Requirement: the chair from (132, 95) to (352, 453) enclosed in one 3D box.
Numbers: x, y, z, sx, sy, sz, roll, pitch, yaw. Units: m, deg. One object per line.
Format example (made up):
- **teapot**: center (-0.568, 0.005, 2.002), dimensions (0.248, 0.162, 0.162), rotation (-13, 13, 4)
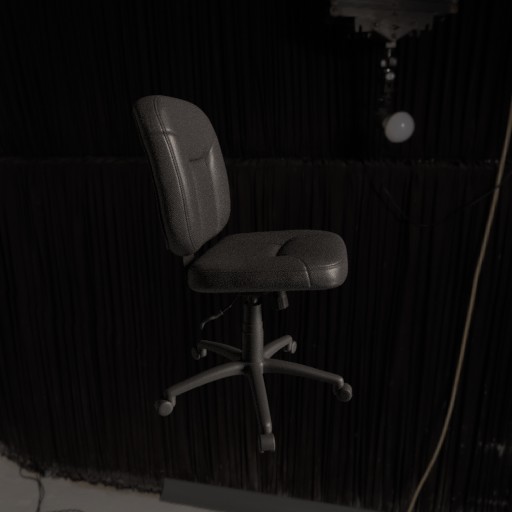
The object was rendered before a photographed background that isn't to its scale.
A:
- **chair**: center (0.000, 0.000, 1.405), dimensions (0.646, 0.959, 0.647), rotation (3, 16, 10)
